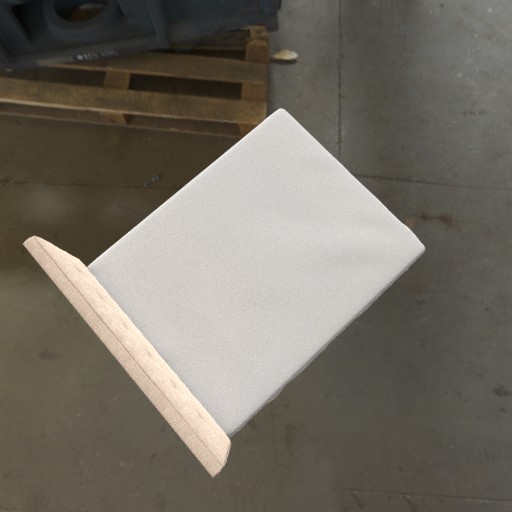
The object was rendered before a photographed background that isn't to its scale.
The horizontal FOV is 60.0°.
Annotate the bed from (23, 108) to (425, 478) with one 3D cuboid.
[{"bbox_3d":[0.000,0.000,3.025,1.978,1.270,1.643,-41,80,-9],"label":"bed"}]
